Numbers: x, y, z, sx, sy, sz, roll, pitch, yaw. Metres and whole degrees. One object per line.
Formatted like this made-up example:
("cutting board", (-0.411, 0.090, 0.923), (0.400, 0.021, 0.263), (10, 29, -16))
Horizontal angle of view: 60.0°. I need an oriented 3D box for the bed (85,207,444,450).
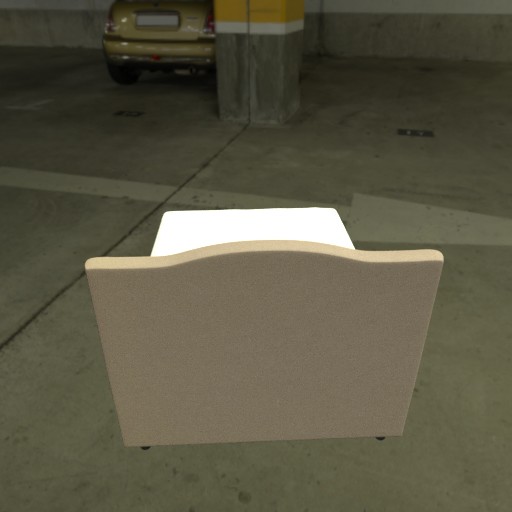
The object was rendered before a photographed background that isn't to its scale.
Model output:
("bed", (0.000, 0.000, 3.364), (1.821, 1.436, 2.282), (-1, 31, -2))
